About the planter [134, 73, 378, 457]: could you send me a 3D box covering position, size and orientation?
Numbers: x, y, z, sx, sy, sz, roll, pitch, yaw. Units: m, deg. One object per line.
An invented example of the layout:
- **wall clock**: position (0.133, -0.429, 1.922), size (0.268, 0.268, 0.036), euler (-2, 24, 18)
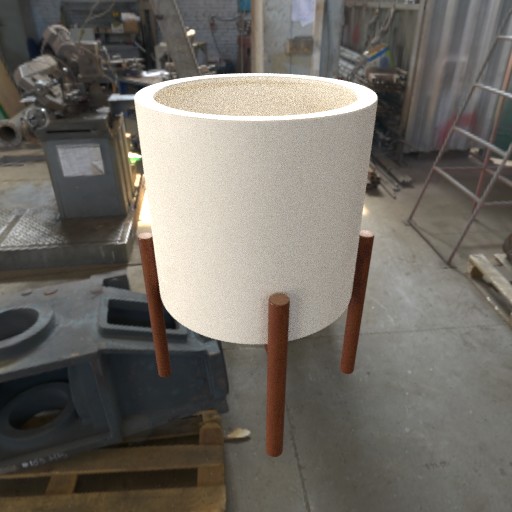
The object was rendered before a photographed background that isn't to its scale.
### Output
- **planter**: position (0.000, 0.000, 0.948), size (0.417, 0.670, 0.417), euler (22, 37, 33)
